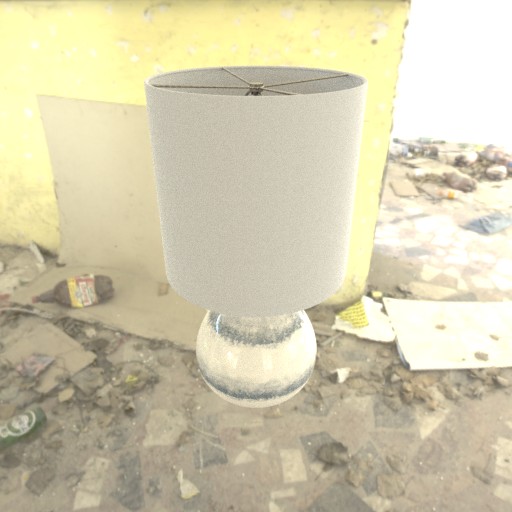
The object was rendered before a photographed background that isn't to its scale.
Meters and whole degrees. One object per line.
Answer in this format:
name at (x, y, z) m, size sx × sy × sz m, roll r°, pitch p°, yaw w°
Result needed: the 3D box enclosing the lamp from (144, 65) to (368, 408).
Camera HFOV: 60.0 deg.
lamp at (0.000, 0.000, 0.537) m, size 0.216 × 0.404 × 0.216 m, roll 21°, pitch 35°, yaw 33°
